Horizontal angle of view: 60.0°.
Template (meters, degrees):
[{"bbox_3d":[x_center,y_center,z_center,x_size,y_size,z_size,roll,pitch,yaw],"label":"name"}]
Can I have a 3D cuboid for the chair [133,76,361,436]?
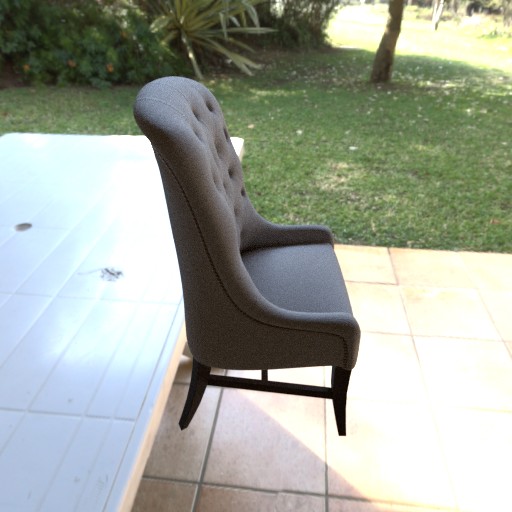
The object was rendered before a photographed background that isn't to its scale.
[{"bbox_3d":[0.000,0.000,1.477,0.629,1.091,0.634,0,32,0],"label":"chair"}]
